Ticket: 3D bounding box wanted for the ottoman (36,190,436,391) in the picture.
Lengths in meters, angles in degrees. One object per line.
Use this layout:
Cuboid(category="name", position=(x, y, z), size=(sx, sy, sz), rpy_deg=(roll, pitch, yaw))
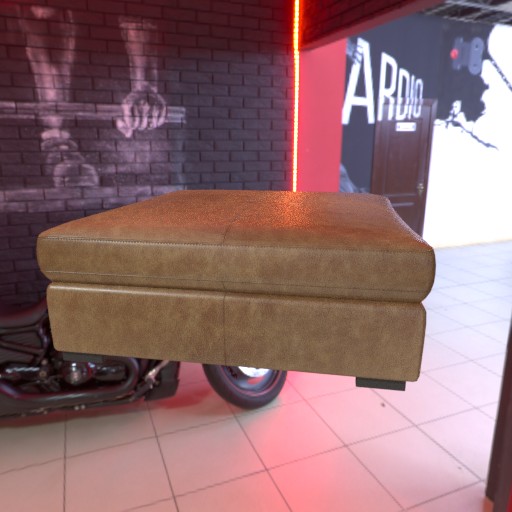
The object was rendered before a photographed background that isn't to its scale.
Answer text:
Cuboid(category="ottoman", position=(0.000, 0.000, 1.836), size=(1.168, 0.483, 1.169), rpy_deg=(3, 15, 10))
